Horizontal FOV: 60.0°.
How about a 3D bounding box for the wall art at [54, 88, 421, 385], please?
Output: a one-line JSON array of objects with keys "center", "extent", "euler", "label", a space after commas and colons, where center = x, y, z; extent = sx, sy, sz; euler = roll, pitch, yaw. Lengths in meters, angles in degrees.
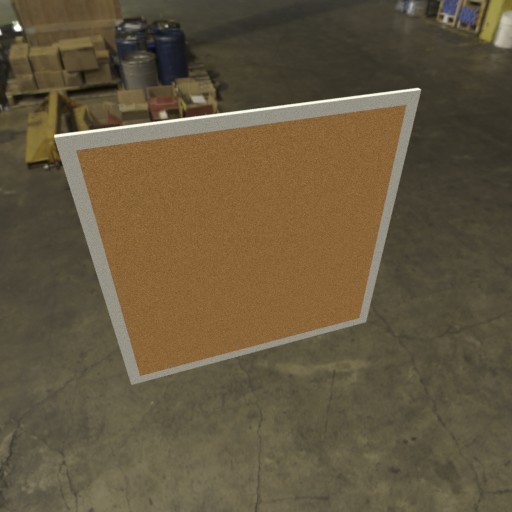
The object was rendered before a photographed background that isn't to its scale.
[{"center": [0.000, 0.000, 1.206], "extent": [0.812, 0.813, 0.013], "euler": [-12, 41, -14], "label": "wall art"}]
